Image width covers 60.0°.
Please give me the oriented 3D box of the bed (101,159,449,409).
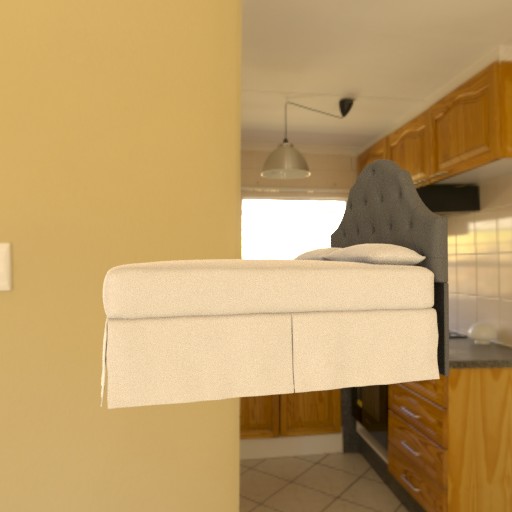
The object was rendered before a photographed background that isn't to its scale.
[{"bbox_3d":[0.000,0.000,3.296,2.155,1.575,1.636,0,-1,-17],"label":"bed"}]
